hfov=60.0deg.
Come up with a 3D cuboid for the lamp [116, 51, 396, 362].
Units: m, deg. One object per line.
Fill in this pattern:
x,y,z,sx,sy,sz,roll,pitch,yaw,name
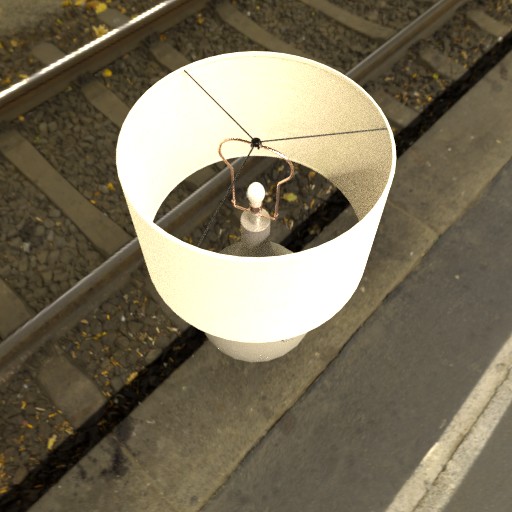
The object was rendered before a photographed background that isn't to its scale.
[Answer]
0.000,0.000,0.717,0.330,0.521,0.330,0,60,0,lamp
